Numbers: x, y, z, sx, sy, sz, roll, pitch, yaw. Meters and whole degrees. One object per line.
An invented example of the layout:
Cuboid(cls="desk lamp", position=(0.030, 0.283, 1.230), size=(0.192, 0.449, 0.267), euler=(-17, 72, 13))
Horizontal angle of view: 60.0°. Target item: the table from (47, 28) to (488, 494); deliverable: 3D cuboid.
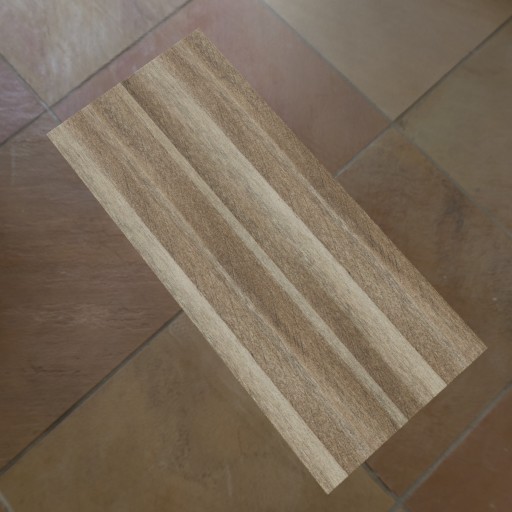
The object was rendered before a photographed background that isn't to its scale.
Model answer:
Cuboid(cls="table", position=(0.000, 0.000, 1.314), size=(0.493, 0.480, 1.095), euler=(-39, 81, -8))
